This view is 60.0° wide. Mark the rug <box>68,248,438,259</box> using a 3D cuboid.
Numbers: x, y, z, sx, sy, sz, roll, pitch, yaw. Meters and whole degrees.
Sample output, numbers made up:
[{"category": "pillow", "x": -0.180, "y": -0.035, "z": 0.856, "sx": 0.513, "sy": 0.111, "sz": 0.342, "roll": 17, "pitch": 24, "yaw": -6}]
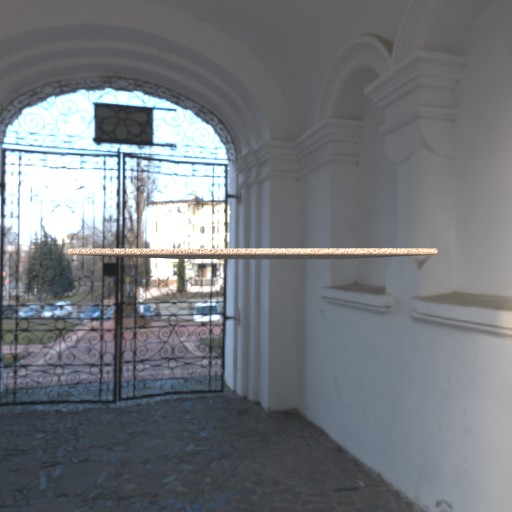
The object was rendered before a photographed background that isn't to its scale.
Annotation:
[{"category": "rug", "x": 0.000, "y": 0.000, "z": 3.478, "sx": 1.778, "sy": 0.030, "sz": 2.743, "roll": 0, "pitch": -1, "yaw": 1}]
